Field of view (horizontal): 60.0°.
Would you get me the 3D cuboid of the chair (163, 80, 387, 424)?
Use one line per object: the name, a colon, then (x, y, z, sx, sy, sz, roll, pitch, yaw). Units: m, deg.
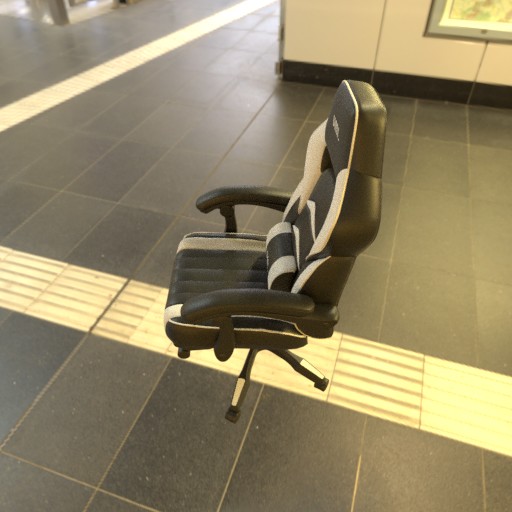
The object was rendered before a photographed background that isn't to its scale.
chair: (0.000, 0.000, 1.606, 0.700, 1.200, 0.676, -1, 42, -1)
